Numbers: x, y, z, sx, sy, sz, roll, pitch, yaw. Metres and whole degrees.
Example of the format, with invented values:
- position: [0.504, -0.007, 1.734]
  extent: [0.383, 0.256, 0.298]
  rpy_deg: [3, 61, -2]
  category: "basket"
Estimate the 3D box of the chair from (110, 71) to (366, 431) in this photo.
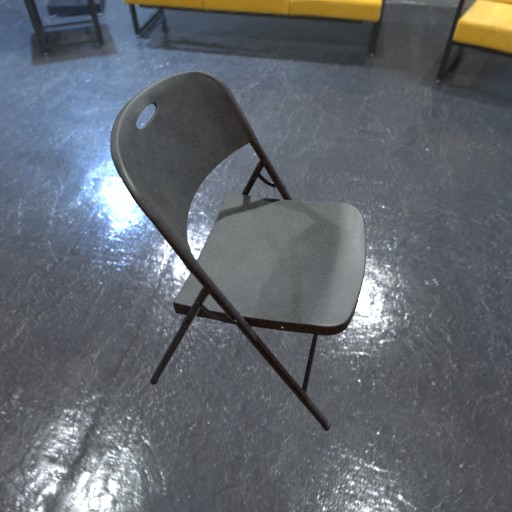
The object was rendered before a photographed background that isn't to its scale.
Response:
- position: [0.000, 0.000, 1.175]
  extent: [0.566, 0.810, 0.494]
  rpy_deg: [11, 49, 10]
  category: "chair"
